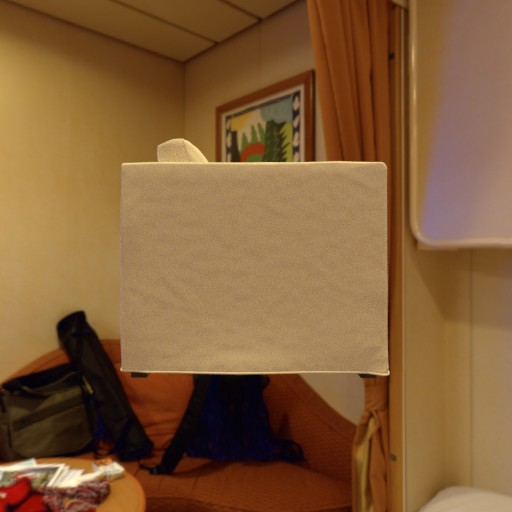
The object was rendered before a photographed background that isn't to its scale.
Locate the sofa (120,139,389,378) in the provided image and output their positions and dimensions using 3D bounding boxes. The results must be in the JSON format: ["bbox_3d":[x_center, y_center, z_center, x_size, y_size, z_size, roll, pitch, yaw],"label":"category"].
[{"bbox_3d":[0.000,0.000,2.475,0.940,0.870,1.987,0,-1,0],"label":"sofa"}]
